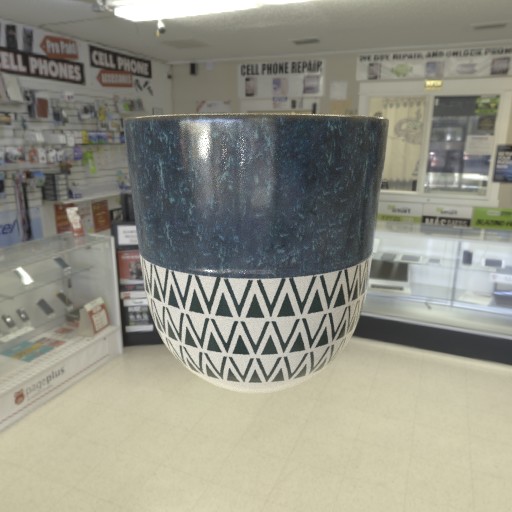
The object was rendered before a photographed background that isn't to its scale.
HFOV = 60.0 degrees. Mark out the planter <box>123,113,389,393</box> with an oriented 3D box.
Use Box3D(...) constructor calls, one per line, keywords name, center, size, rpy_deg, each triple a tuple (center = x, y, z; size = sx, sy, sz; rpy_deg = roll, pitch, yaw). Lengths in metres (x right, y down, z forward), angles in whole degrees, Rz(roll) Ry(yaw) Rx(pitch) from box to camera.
Box3D(name="planter", center=(0.000, 0.000, 0.365), size=(0.195, 0.214, 0.195), rpy_deg=(0, 15, 0))
